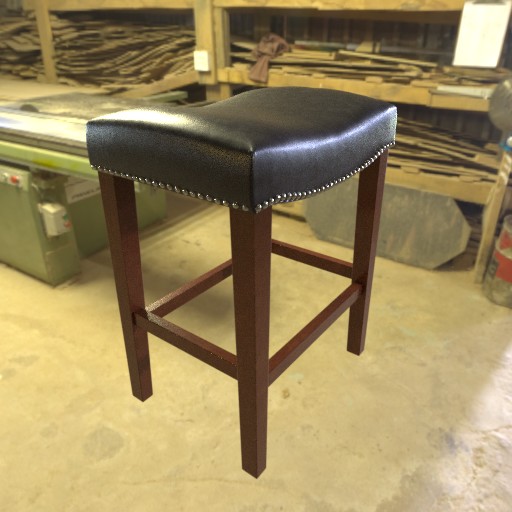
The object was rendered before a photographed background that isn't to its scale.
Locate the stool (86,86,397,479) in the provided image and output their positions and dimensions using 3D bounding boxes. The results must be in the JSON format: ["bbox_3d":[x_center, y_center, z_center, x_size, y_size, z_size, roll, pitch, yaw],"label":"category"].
[{"bbox_3d":[0.000,0.000,0.964,0.372,0.654,0.504,19,32,32],"label":"stool"}]
